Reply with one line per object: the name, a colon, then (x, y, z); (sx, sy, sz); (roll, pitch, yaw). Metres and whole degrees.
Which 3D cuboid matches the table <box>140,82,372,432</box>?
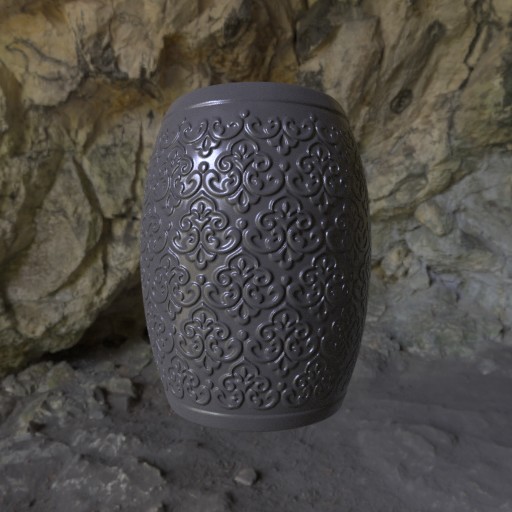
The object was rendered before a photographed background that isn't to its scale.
table: (0.000, 0.000, 0.611); (0.309, 0.397, 0.309); (0, 1, 0)
